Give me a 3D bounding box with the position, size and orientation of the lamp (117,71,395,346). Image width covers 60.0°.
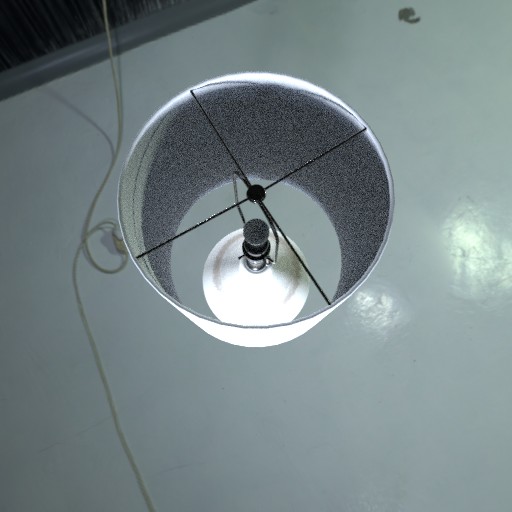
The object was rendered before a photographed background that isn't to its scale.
[{"bbox_3d":[0.000,0.000,0.541,0.217,0.404,0.217,-30,77,-8],"label":"lamp"}]
